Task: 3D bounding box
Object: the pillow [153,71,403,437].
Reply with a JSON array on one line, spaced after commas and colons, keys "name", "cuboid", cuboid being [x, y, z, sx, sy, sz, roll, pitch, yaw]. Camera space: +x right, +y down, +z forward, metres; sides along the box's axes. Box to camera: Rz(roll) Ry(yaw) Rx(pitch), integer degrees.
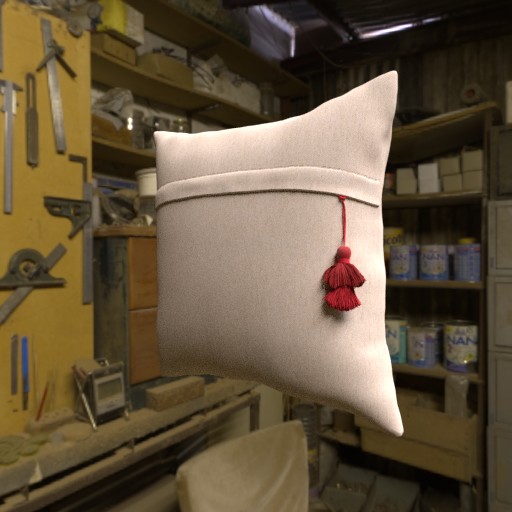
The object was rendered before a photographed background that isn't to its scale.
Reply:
[{"name": "pillow", "cuboid": [0.000, 0.000, 0.659, 0.433, 0.436, 0.173, 0, 0, 37]}]
